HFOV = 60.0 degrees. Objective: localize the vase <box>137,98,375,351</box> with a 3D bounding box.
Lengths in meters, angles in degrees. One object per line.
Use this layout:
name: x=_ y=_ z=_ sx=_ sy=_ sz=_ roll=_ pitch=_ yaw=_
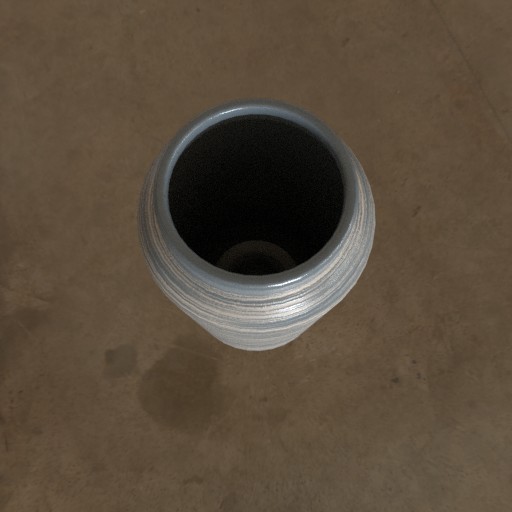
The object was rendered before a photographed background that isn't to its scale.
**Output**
vase: x=0.000 y=0.000 z=0.295 sx=0.116 sy=0.230 sz=0.116 roll=0 pitch=75 yaw=0
